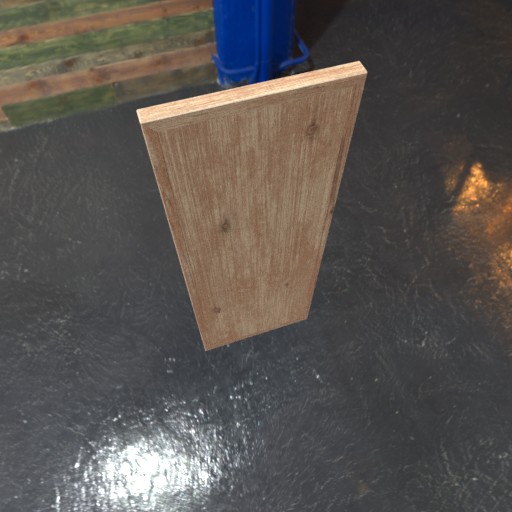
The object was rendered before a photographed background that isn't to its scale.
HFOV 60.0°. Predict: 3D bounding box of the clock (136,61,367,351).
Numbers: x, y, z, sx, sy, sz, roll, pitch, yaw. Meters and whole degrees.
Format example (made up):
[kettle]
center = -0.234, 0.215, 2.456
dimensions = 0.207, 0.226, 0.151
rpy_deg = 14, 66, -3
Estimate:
[clock]
center = 0.000, 0.000, 1.084
dimensions = 0.361, 0.965, 0.030
rpy_deg = -16, 60, -10
